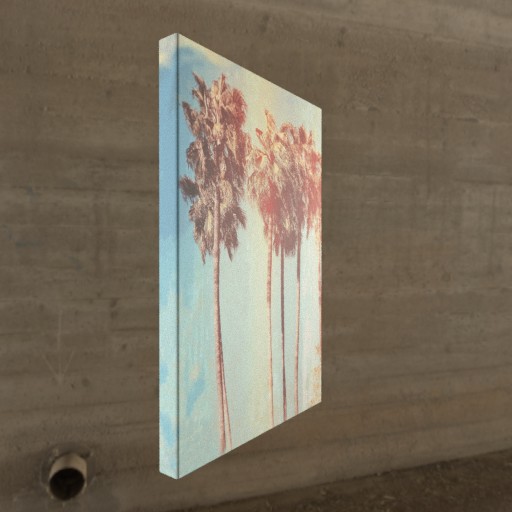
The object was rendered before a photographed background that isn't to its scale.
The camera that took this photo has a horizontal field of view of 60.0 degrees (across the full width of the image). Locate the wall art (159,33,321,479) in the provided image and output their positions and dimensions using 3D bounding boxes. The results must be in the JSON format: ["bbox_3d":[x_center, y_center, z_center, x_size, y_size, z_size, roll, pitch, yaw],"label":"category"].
[{"bbox_3d":[0.000,0.000,0.771,0.038,0.610,0.401,0,0,37],"label":"wall art"}]
